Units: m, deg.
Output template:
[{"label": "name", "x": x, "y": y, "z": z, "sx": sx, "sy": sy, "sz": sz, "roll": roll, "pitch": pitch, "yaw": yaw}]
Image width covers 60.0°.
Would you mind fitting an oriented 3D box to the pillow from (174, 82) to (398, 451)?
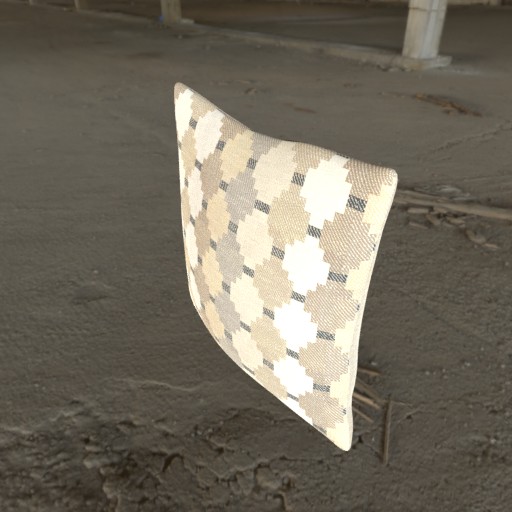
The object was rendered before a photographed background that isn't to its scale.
[{"label": "pillow", "x": 0.000, "y": 0.000, "z": 0.861, "sx": 0.192, "sy": 0.558, "sz": 0.578, "roll": -21, "pitch": 38, "yaw": -30}]
